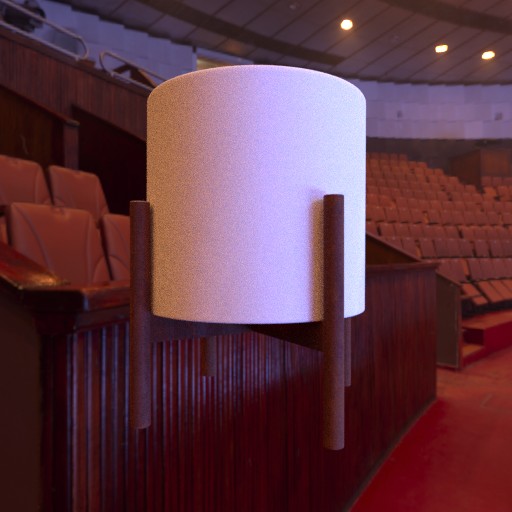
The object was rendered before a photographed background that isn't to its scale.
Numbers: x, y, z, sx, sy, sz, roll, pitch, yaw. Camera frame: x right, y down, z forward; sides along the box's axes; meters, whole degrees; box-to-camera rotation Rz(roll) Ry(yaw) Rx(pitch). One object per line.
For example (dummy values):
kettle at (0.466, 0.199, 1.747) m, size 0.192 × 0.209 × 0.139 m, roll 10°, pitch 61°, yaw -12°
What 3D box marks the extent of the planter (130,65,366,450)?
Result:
planter at (0.000, 0.000, 0.876) m, size 0.420 × 0.581 × 0.421 m, roll 0°, pitch 1°, yaw 17°
